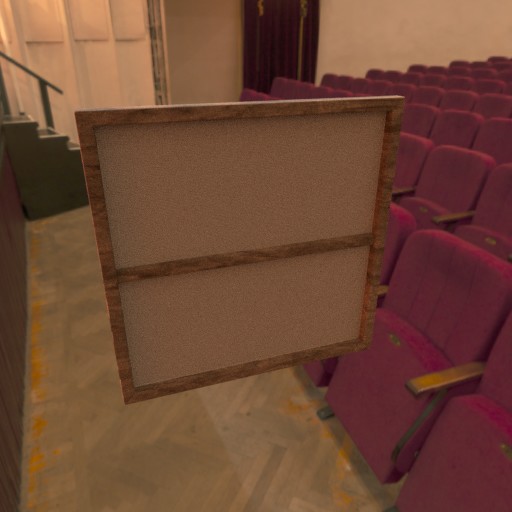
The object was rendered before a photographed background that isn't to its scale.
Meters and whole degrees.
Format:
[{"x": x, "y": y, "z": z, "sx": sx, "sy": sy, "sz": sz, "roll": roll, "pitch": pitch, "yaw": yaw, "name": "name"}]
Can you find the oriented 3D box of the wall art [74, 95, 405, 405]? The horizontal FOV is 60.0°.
[{"x": 0.000, "y": 0.000, "z": 1.131, "sx": 0.747, "sy": 0.747, "sz": 0.035, "roll": -8, "pitch": 27, "yaw": -17, "name": "wall art"}]
